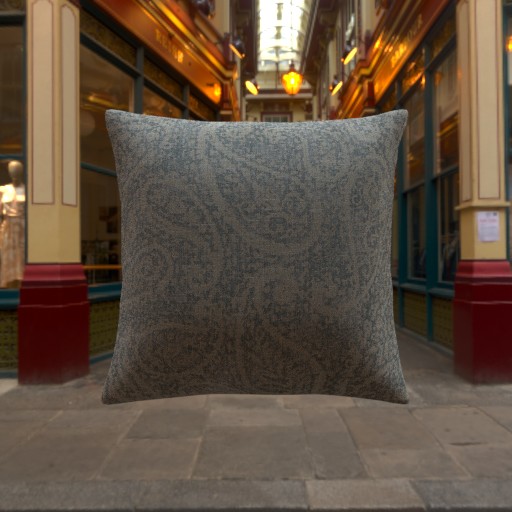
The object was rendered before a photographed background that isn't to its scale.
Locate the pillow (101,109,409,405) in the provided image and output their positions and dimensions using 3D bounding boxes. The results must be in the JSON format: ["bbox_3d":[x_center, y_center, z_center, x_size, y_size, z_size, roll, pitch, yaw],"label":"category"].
[{"bbox_3d":[0.000,0.000,0.762,0.526,0.507,0.166,0,0,0],"label":"pillow"}]
